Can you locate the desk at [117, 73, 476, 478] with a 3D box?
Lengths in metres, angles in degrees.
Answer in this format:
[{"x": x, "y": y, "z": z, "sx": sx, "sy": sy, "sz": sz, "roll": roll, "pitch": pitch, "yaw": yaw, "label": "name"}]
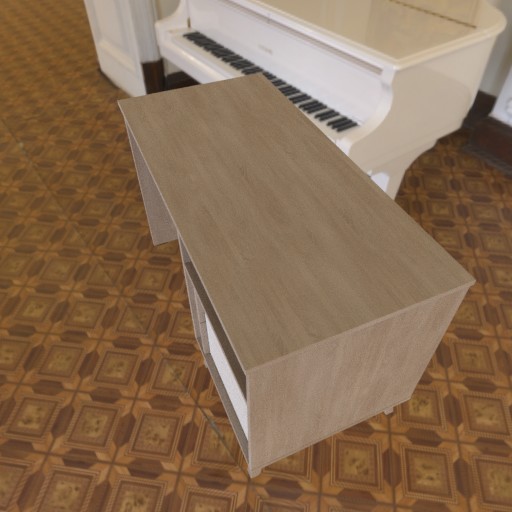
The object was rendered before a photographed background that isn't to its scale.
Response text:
[{"x": 0.000, "y": 0.000, "z": 1.649, "sx": 0.600, "sy": 0.770, "sz": 1.251, "roll": -18, "pitch": 49, "yaw": -16, "label": "desk"}]
